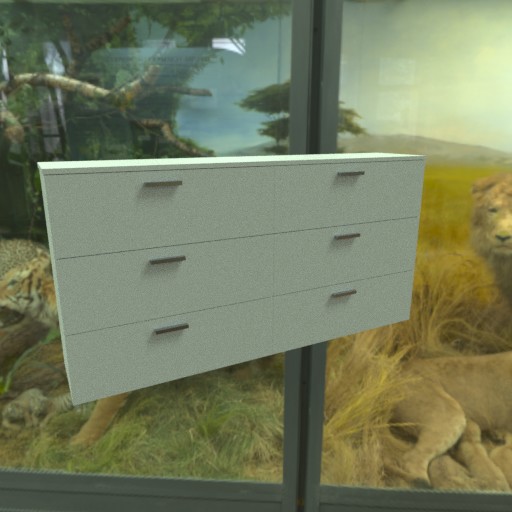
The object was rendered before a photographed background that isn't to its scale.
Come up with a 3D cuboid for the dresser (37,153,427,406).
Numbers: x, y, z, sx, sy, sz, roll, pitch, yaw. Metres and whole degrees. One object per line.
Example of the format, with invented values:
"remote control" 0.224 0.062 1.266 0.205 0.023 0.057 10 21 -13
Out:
"dresser" 0.000 0.000 1.841 1.535 0.790 0.333 -8 18 -26
